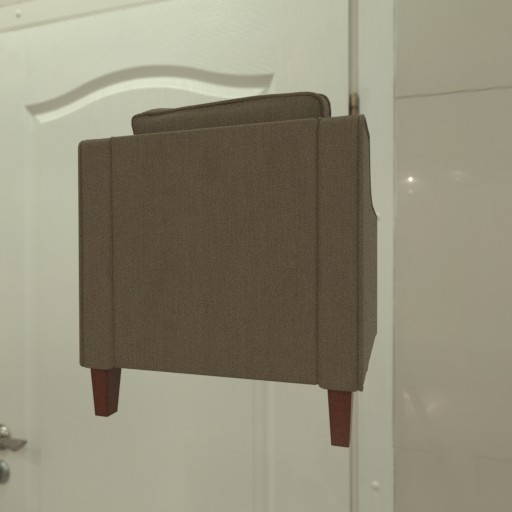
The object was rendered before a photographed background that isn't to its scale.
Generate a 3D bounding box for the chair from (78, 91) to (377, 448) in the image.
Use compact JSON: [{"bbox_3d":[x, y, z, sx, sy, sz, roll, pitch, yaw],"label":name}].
[{"bbox_3d":[0.000,0.000,1.620,0.831,0.960,0.909,0,0,17],"label":"chair"}]
